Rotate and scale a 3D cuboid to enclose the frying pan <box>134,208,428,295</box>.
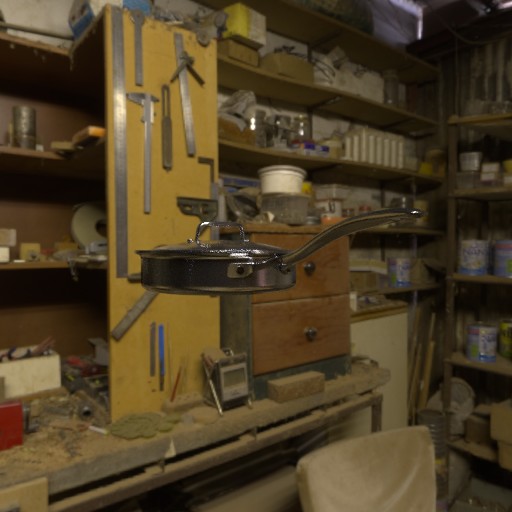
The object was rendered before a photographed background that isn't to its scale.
[{"bbox_3d":[0.000,0.000,0.670,0.280,0.114,0.561,0,1,-37],"label":"frying pan"}]
